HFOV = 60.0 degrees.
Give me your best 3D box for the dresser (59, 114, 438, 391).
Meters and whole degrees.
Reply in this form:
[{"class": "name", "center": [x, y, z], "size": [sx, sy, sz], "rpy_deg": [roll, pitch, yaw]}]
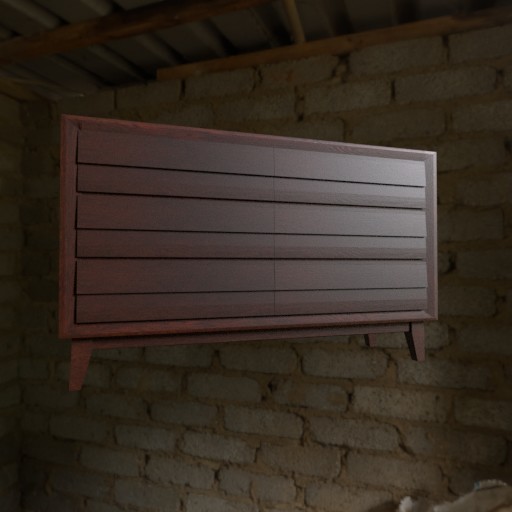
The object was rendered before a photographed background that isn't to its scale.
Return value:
[{"class": "dresser", "center": [0.000, 0.000, 2.030], "size": [1.609, 0.971, 0.499], "rpy_deg": [0, -1, -19]}]
